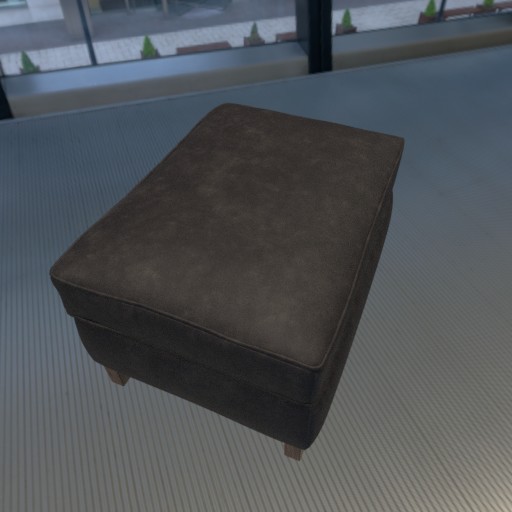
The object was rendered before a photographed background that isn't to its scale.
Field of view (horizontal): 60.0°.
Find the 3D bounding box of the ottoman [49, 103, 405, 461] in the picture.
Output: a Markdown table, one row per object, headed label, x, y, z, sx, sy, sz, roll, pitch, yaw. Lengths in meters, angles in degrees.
| label | x | y | z | sx | sy | sz | roll | pitch | yaw |
| --- | --- | --- | --- | --- | --- | --- | --- | --- | --- |
| ottoman | 0.000 | 0.000 | 0.969 | 0.501 | 0.413 | 0.665 | 17 | 47 | 16 |
